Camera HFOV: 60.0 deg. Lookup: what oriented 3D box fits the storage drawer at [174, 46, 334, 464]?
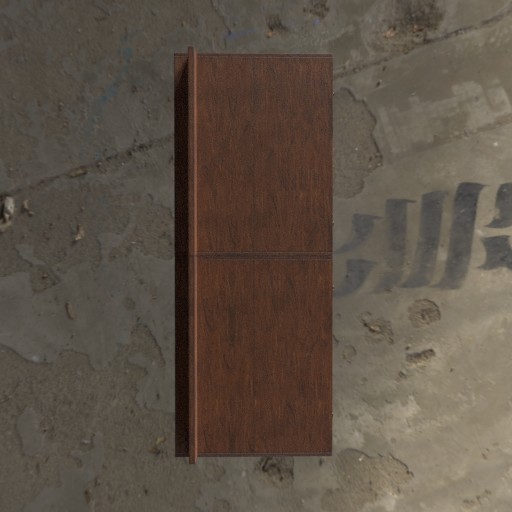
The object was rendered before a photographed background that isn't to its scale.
[{"bbox_3d":[0.000,0.000,2.193,0.774,0.339,1.914,0,91,-1],"label":"storage drawer"}]
